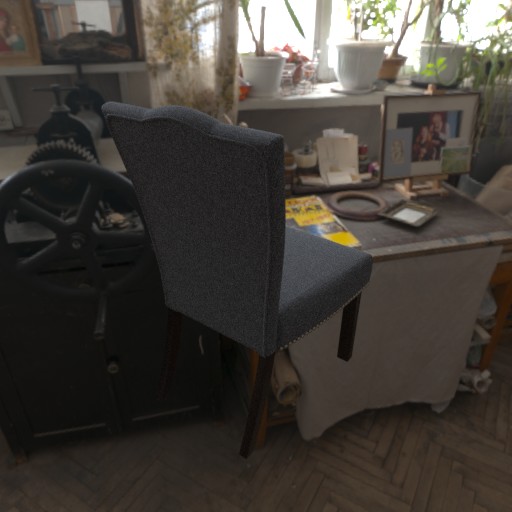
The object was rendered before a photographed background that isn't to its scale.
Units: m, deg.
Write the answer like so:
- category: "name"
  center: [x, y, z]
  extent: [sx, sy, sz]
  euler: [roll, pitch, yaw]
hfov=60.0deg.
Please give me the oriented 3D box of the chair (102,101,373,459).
- category: "chair"
  center: [0.000, 0.000, 1.315]
  extent: [0.518, 0.946, 0.589]
  euler: [21, 36, 31]
